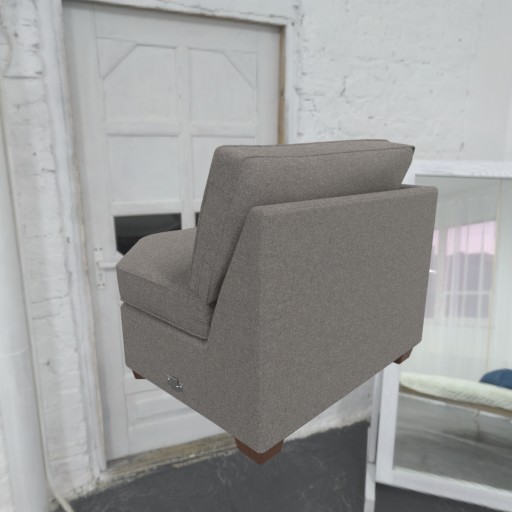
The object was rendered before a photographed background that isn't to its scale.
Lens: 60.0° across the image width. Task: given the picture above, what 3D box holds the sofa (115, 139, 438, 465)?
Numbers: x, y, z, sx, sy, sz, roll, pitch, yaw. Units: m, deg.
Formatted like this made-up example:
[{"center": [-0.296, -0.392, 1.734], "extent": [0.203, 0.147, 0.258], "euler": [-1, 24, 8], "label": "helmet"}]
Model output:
[{"center": [0.000, 0.000, 1.855], "extent": [1.050, 0.951, 1.042], "euler": [15, 22, 43], "label": "sofa"}]
